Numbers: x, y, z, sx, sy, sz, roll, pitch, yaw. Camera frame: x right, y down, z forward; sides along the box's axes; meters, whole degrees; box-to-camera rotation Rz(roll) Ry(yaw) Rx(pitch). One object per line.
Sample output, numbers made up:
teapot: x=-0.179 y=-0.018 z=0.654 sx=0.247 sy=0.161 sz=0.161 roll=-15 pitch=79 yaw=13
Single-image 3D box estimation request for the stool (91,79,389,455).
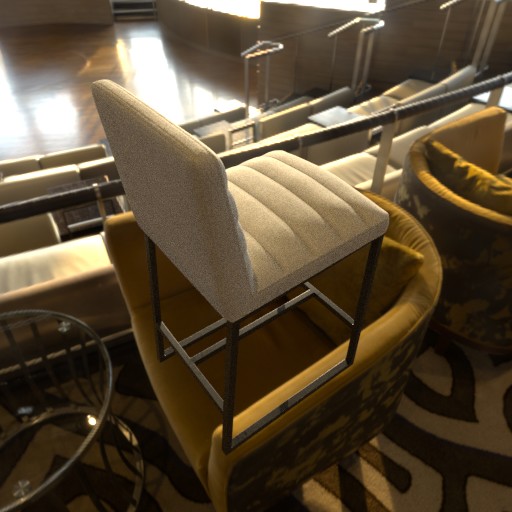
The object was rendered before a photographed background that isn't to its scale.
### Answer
stool: x=0.000 y=0.000 z=1.241 sx=0.567 sy=0.971 sz=0.459 roll=-26 pitch=47 yaw=-27
